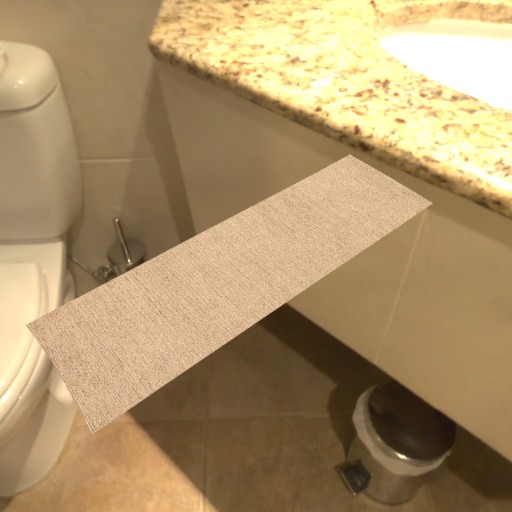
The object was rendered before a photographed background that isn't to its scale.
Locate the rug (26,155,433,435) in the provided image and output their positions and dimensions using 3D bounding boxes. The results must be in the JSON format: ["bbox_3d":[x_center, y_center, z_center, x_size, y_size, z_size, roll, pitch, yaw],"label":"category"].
[{"bbox_3d":[0.000,0.000,2.505,2.346,0.013,0.712,-31,54,-26],"label":"rug"}]
